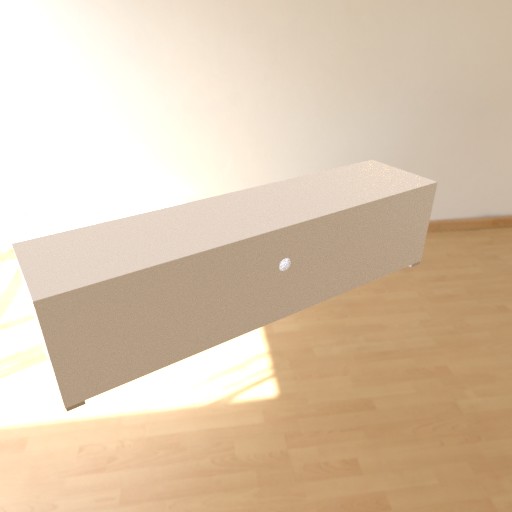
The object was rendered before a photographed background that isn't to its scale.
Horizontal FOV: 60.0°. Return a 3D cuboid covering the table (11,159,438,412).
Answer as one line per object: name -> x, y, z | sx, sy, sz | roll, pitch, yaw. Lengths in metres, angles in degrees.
table -> 0.000, 0.000, 1.797 | 1.650, 0.420, 0.390 | -18, 34, -28
